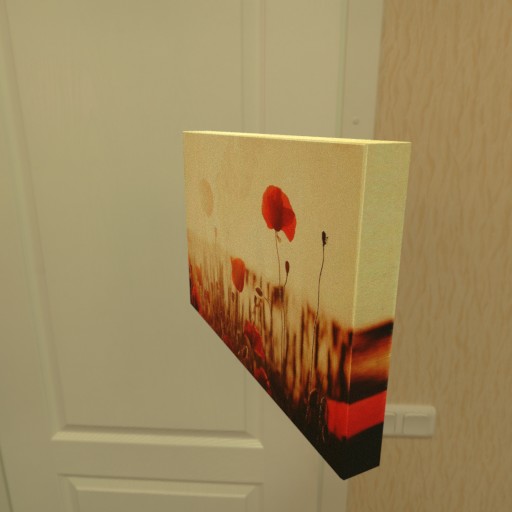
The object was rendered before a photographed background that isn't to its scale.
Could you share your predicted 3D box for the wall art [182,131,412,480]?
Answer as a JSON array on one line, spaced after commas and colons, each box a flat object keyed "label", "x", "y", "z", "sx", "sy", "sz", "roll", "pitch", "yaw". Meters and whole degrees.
[{"label": "wall art", "x": 0.000, "y": 0.000, "z": 0.475, "sx": 0.037, "sy": 0.251, "sz": 0.383, "roll": -8, "pitch": 19, "yaw": -24}]
